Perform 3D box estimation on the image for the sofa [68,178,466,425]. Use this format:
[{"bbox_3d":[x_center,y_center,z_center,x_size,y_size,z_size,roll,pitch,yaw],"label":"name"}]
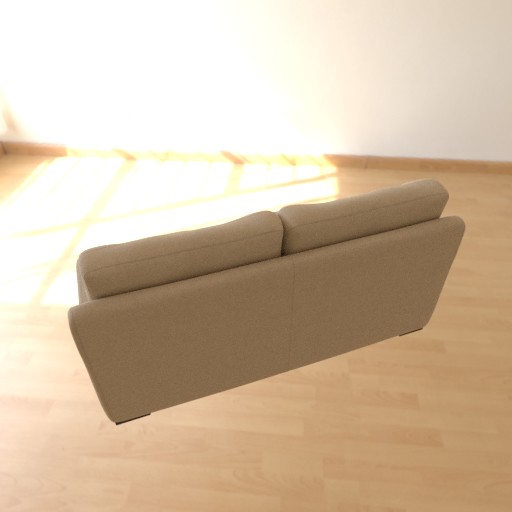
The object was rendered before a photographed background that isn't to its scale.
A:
[{"bbox_3d":[0.000,0.000,2.448,1.885,0.967,0.962,-13,41,-15],"label":"sofa"}]
